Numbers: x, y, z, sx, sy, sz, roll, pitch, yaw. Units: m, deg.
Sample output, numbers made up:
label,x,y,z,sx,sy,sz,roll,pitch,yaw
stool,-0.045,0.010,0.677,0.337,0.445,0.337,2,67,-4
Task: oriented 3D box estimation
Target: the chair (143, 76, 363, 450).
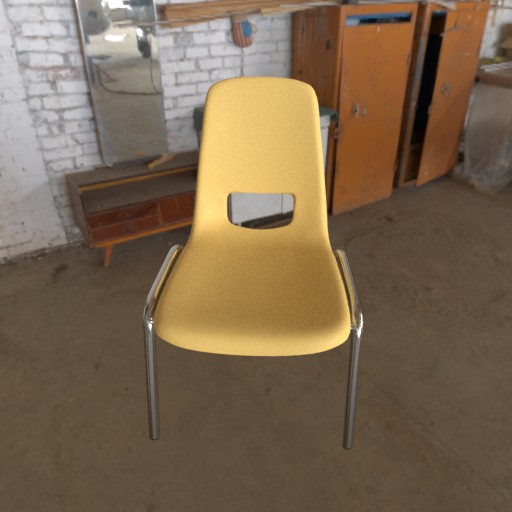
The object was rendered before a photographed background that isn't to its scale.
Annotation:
label,x,y,z,sx,sy,sz,roll,pitch,yaw
chair,0.000,0.000,0.786,0.354,0.536,0.385,2,32,3
